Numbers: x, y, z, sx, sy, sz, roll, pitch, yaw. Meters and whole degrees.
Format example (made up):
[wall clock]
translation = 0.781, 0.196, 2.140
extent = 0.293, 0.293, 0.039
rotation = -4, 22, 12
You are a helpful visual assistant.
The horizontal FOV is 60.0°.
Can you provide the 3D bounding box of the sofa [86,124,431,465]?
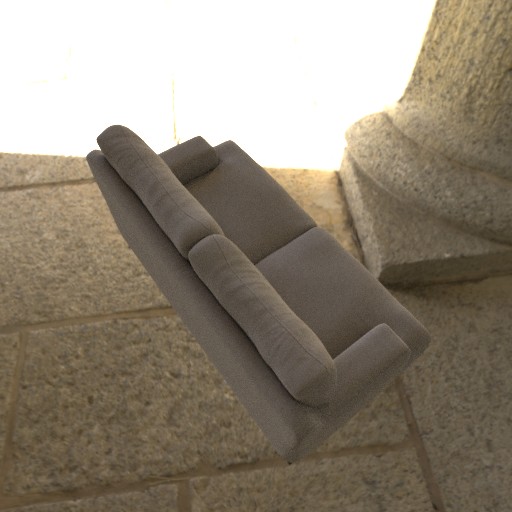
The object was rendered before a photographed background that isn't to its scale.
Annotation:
[sofa]
translation = 0.000, 0.000, 2.432
extent = 0.962, 0.980, 1.855
rotation = -32, 63, -19
